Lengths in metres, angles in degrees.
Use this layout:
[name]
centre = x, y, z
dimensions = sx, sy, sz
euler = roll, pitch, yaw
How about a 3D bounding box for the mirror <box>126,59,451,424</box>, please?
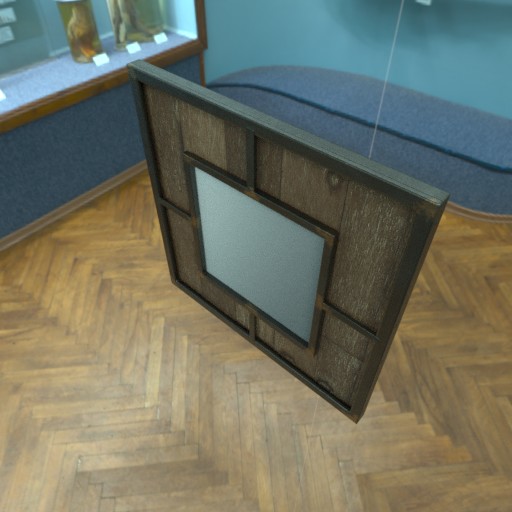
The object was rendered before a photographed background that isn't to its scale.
[mirror]
centre = 0.000, 0.000, 0.557
dimensions = 0.382, 0.381, 0.020
euler = 32, 54, 28
